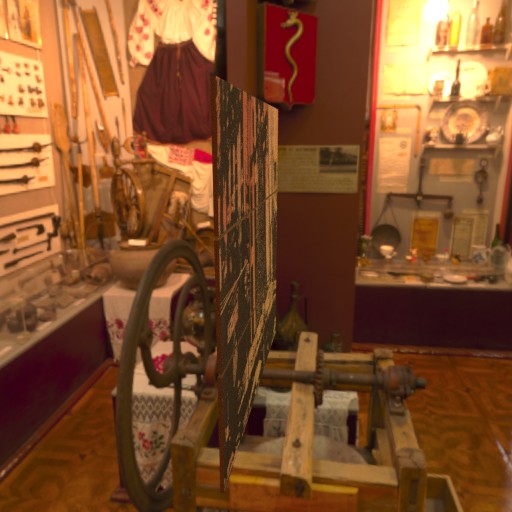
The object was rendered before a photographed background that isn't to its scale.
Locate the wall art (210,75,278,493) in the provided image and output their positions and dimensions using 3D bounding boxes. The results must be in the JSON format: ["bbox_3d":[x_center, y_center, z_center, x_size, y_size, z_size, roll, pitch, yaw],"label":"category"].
[{"bbox_3d":[0.000,0.000,1.810,0.013,1.216,1.216,3,15,10],"label":"wall art"}]
